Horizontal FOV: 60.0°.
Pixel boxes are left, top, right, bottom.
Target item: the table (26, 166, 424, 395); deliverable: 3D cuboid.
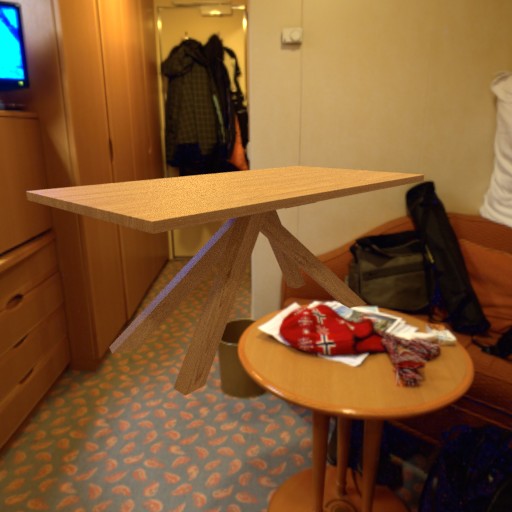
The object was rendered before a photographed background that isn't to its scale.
[{"bbox_3d":[0.000,0.000,2.253,0.901,0.750,1.797,14,21,41],"label":"table"}]
